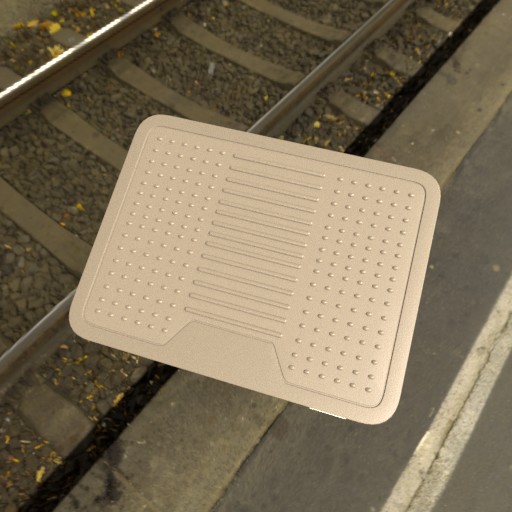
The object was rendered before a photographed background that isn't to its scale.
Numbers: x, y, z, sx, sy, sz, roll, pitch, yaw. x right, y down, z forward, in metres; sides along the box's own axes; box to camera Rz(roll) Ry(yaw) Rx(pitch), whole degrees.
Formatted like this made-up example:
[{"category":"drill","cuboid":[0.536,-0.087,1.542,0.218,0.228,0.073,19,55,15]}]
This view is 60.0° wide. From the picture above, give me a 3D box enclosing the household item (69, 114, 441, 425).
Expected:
[{"category":"household item","cuboid":[0.000,0.000,0.543,0.390,0.126,0.301,14,61,8]}]
